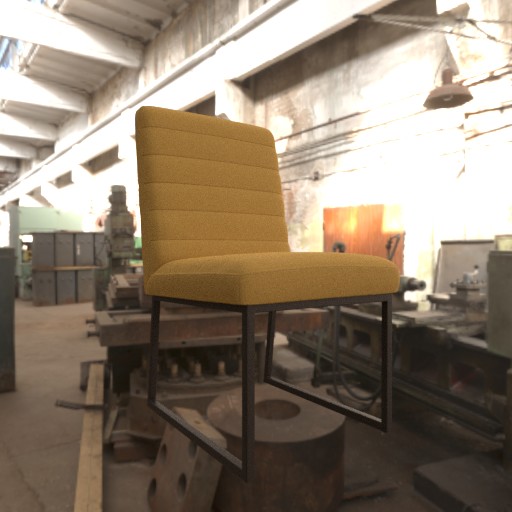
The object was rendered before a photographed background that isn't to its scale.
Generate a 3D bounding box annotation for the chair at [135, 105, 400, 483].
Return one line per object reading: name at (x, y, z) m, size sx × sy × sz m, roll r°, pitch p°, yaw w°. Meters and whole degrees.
chair at (0.000, 0.000, 1.284) m, size 0.520 × 0.930 × 0.634 m, roll 0°, pitch 1°, yaw -35°
